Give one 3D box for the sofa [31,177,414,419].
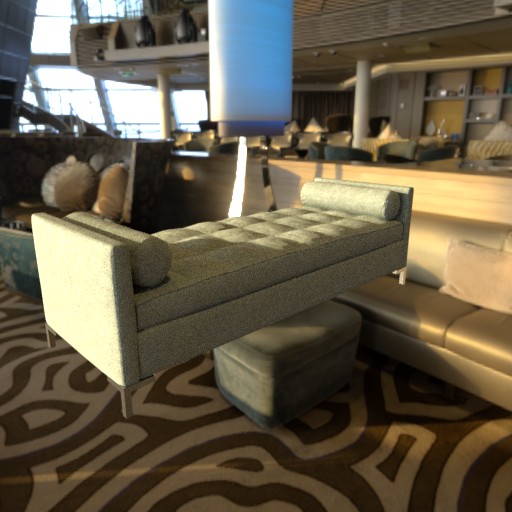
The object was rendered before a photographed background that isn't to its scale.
[{"bbox_3d":[0.000,0.000,2.498,2.102,0.657,0.797,-15,22,-42],"label":"sofa"}]
